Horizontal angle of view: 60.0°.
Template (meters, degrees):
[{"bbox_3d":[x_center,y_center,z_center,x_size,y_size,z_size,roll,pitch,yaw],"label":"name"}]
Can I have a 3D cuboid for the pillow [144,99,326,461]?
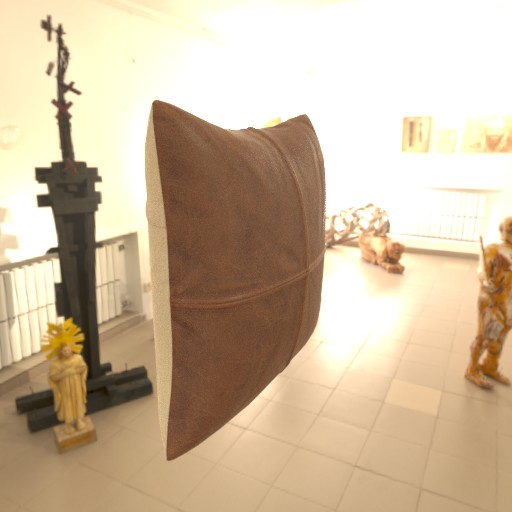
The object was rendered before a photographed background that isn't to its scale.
[{"bbox_3d":[0.000,0.000,0.734,0.192,0.470,0.484,8,17,26],"label":"pillow"}]
